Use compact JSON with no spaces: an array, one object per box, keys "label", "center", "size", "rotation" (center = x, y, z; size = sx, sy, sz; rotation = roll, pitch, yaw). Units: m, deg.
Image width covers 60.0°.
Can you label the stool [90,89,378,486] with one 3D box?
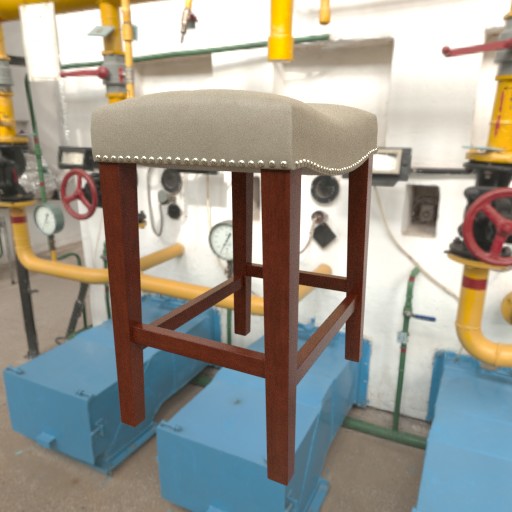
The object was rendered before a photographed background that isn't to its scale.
[{"label":"stool","center":[0.000,0.000,0.940],"size":[0.375,0.632,0.509],"rotation":[8,18,26]}]
